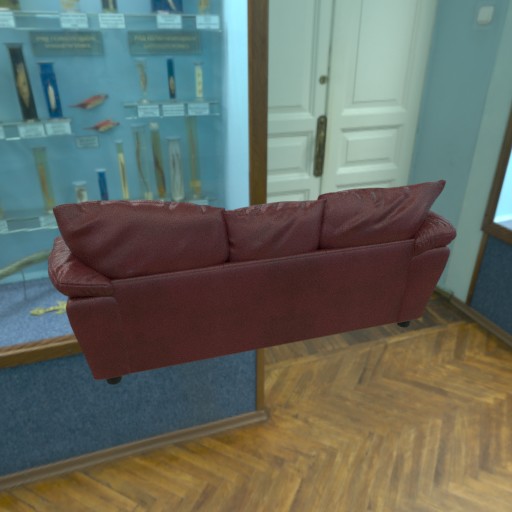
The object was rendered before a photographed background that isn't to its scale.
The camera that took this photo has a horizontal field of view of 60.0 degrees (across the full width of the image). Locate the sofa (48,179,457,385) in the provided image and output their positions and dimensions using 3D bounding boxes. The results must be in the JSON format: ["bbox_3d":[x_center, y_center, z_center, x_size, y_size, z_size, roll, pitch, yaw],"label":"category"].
[{"bbox_3d":[0.000,0.000,2.817,2.390,1.091,0.907,-8,27,-15],"label":"sofa"}]
